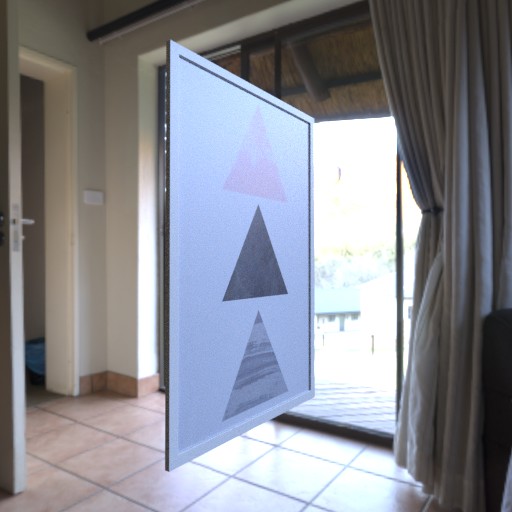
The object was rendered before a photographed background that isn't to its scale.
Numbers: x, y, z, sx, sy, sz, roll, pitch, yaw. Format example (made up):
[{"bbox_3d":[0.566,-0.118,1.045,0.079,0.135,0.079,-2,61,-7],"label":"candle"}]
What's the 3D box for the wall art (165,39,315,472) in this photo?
[{"bbox_3d":[0.000,0.000,1.233,0.013,0.940,0.659,-1,-1,36],"label":"wall art"}]
